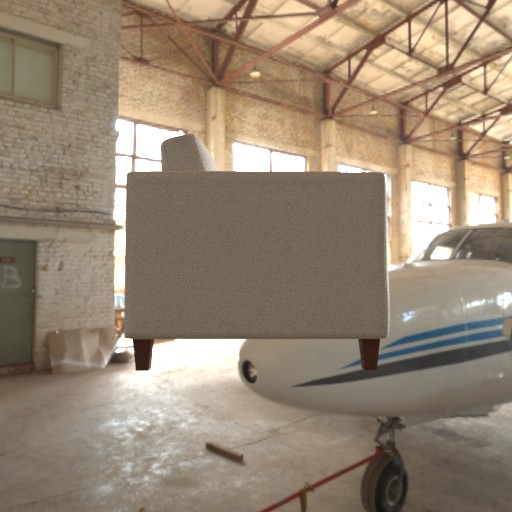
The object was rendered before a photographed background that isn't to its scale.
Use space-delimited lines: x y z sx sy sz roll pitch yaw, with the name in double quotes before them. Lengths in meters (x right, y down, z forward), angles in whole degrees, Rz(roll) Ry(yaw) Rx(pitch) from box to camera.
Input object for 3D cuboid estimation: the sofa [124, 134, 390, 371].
"sofa" 0.000 0.000 2.518 0.965 0.889 1.981 0 -2 -1
